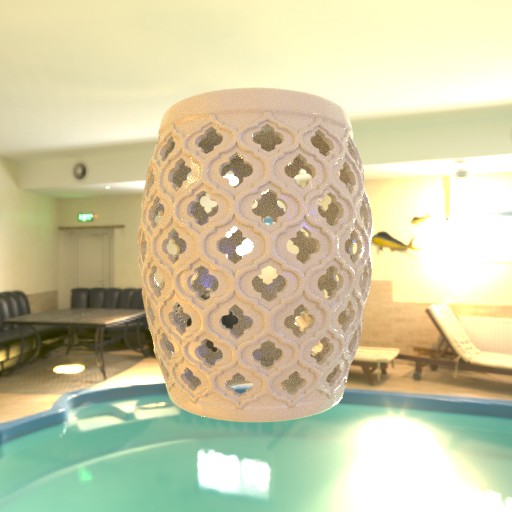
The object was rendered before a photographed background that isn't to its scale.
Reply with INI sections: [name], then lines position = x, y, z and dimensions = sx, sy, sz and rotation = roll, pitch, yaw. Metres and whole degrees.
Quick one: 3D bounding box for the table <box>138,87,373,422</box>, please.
[table]
position = 0.000, 0.000, 0.633
dimensions = 0.325, 0.388, 0.325
rotation = 0, 0, 0
